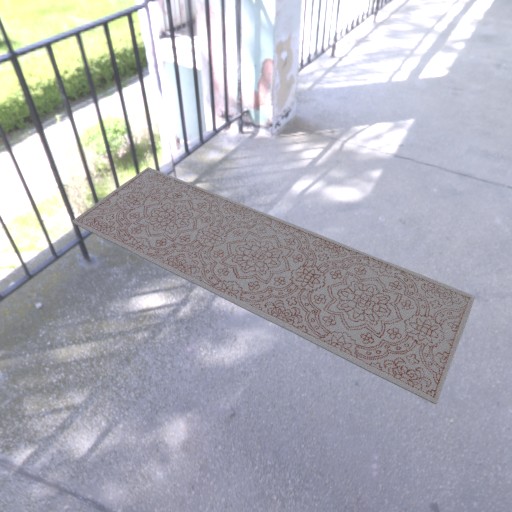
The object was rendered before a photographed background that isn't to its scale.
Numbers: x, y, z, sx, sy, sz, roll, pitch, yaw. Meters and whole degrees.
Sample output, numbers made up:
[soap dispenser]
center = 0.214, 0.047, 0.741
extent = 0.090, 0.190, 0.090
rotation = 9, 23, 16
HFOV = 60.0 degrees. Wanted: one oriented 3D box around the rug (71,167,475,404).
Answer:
[rug]
center = 0.000, 0.000, 2.732
extent = 2.448, 0.012, 0.769
rotation = 24, 50, 22
